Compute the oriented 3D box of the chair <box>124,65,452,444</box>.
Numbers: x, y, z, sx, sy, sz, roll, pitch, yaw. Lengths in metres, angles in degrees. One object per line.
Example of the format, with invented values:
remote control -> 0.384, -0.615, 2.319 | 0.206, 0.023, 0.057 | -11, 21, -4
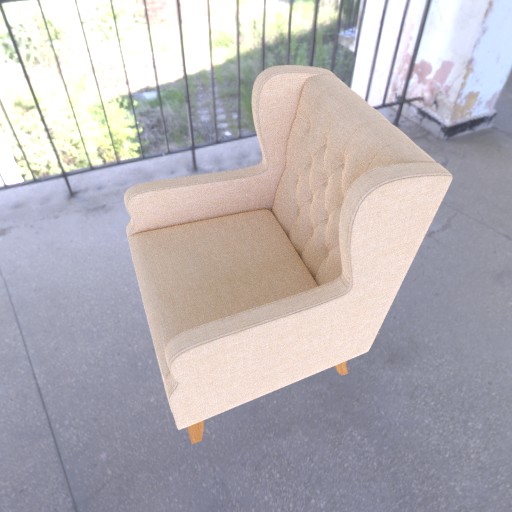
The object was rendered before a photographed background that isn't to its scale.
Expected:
chair -> 0.000, 0.000, 1.435 | 0.760, 0.930, 0.710 | -15, 47, -14
